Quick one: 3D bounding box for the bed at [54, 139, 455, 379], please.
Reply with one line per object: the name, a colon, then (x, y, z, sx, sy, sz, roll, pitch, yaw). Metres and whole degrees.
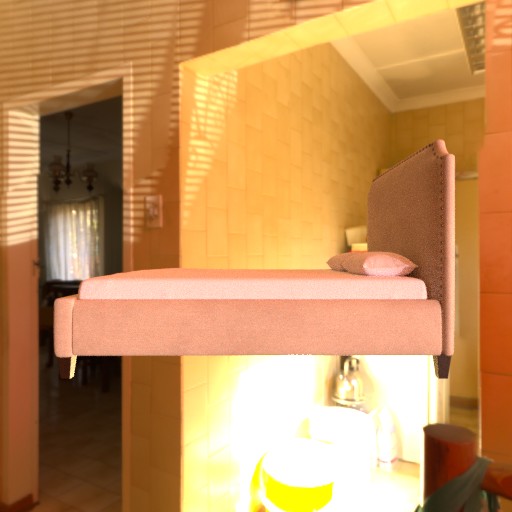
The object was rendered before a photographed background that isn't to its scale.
bed: (0.000, 0.000, 3.421, 2.372, 1.443, 1.712, 0, 0, 0)
